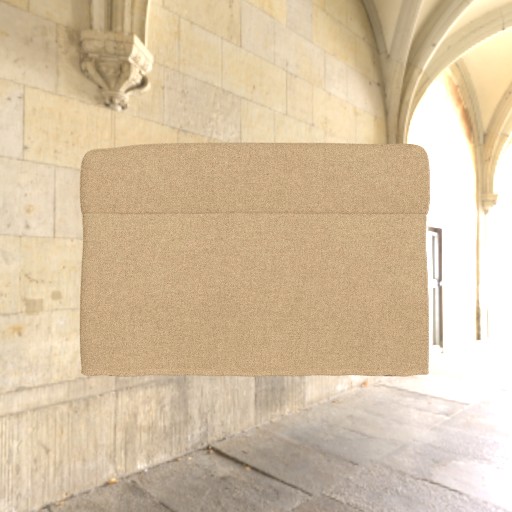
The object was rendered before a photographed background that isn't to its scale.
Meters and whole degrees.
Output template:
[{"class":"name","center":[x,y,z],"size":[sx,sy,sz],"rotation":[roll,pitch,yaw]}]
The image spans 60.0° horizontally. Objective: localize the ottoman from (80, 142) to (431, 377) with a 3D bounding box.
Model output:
[{"class":"ottoman","center":[0.000,0.000,1.204],"size":[0.650,0.485,0.833],"rotation":[0,-1,0]}]
